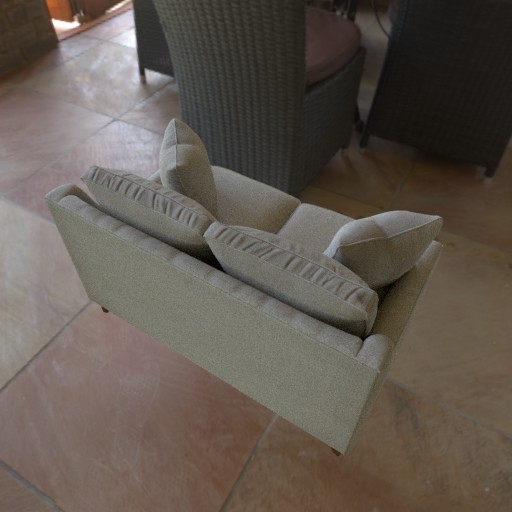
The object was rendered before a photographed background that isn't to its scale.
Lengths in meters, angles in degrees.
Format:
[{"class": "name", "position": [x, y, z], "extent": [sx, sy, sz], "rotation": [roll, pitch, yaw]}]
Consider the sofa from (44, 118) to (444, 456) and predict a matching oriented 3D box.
[{"class": "sofa", "position": [0.000, 0.000, 1.982], "extent": [1.422, 0.863, 0.915], "rotation": [25, 52, 22]}]
